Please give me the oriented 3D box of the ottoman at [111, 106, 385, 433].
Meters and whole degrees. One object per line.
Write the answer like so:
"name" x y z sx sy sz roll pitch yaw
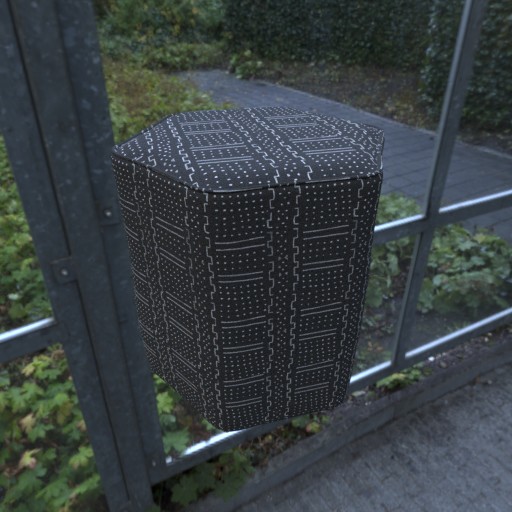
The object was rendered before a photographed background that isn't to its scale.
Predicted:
"ottoman" 0.000 0.000 0.895 0.494 0.502 0.443 -8 32 -13
